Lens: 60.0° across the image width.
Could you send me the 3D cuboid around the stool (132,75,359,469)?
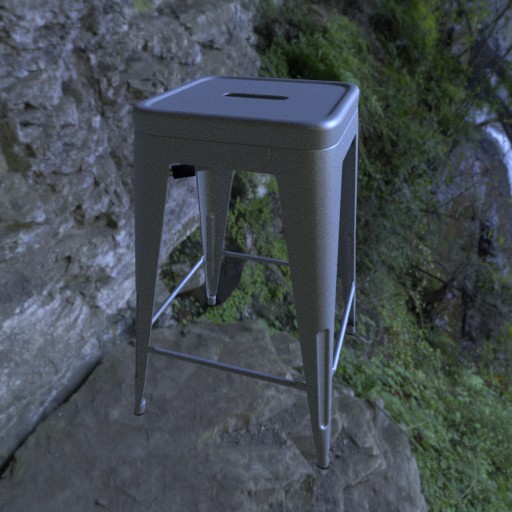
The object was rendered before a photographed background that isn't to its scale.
[{"bbox_3d":[0.000,0.000,0.868,0.406,0.610,0.406,10,33,15],"label":"stool"}]
